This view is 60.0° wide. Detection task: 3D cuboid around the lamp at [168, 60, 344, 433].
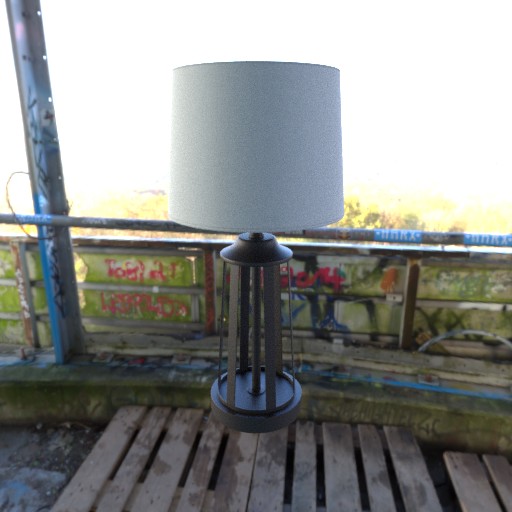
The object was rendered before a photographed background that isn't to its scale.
[{"bbox_3d":[0.000,0.000,0.660,0.251,0.509,0.251,0,17,0],"label":"lamp"}]
